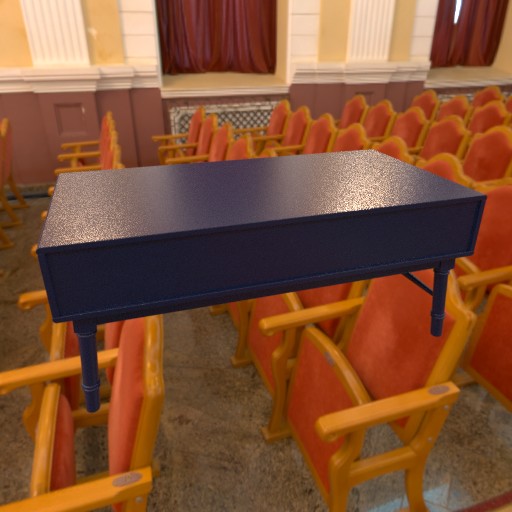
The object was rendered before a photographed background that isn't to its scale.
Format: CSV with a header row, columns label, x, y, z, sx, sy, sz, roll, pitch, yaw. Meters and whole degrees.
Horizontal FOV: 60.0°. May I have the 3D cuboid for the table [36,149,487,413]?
label,x,y,z,sx,sy,sz,roll,pitch,yaw
table,0.000,0.000,1.334,1.067,0.457,0.572,-8,27,-16
